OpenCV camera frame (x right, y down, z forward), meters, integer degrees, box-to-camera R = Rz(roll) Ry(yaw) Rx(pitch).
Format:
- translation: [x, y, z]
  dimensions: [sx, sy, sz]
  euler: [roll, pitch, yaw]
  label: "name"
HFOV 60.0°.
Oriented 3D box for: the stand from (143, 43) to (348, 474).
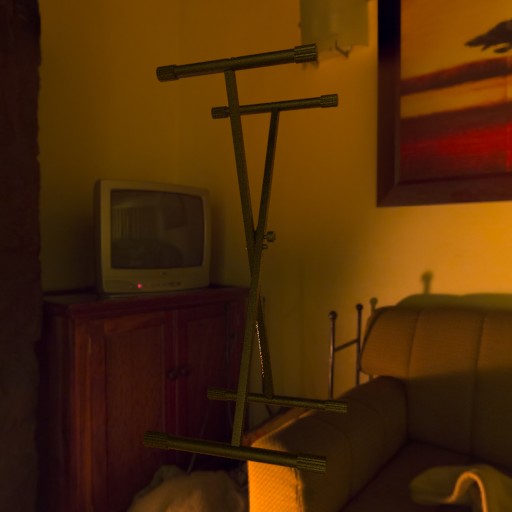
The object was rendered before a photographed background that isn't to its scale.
- translation: [0.000, 0.000, 1.204]
  dimensions: [0.449, 0.940, 0.409]
  euler: [0, 1, 18]
  label: "stand"
